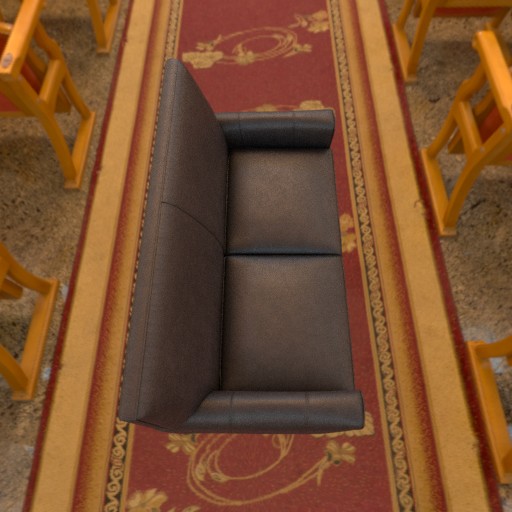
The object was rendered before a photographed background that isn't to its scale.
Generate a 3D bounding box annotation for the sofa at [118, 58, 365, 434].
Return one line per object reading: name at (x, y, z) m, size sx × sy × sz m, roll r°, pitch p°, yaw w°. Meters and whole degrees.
sofa at (0.000, 0.000, 1.964) m, size 0.787 × 0.871 × 1.473 m, roll 0°, pitch 63°, yaw 0°
